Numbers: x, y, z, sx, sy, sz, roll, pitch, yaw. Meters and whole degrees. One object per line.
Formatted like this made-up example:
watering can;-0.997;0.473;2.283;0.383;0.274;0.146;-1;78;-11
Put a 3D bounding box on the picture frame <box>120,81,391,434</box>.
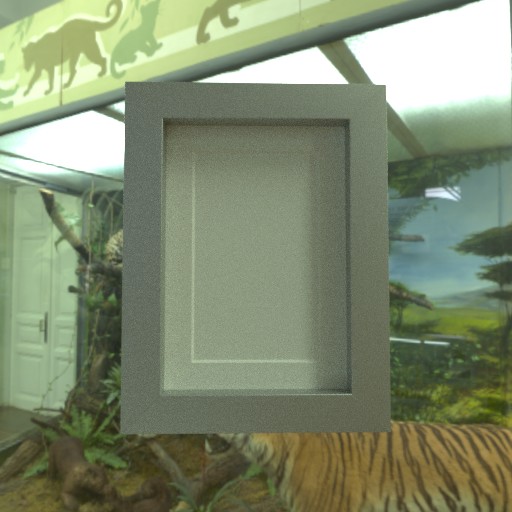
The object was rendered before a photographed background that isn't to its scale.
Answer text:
picture frame;0.000;0.000;0.276;0.157;0.208;0.028;0;-2;-1
